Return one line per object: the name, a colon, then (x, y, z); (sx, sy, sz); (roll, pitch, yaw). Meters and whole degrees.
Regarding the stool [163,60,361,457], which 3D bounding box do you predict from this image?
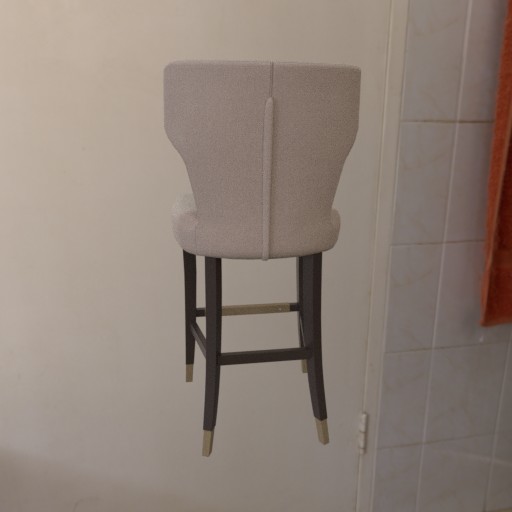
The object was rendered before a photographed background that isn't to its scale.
stool: (0.000, 0.000, 1.412); (0.526, 1.092, 0.563); (-2, 15, -8)
